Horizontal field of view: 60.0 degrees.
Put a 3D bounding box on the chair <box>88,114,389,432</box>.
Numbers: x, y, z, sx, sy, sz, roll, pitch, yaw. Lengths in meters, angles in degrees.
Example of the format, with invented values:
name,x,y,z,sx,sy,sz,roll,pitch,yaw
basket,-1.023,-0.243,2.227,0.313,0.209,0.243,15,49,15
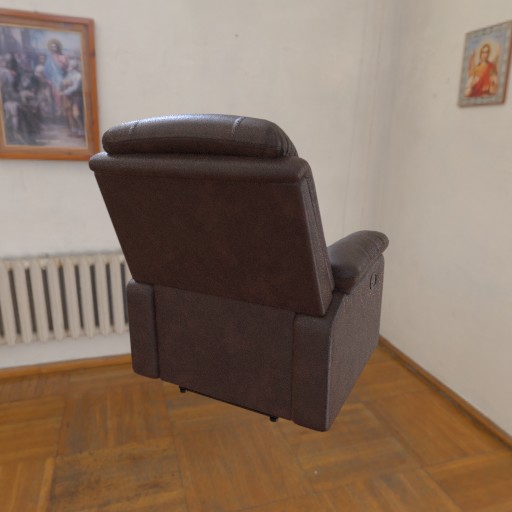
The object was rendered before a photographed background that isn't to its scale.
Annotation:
name,x,y,z,sx,sy,sz,roll,pitch,yaw
chair,0.000,0.000,1.670,0.855,0.992,0.919,8,17,27
